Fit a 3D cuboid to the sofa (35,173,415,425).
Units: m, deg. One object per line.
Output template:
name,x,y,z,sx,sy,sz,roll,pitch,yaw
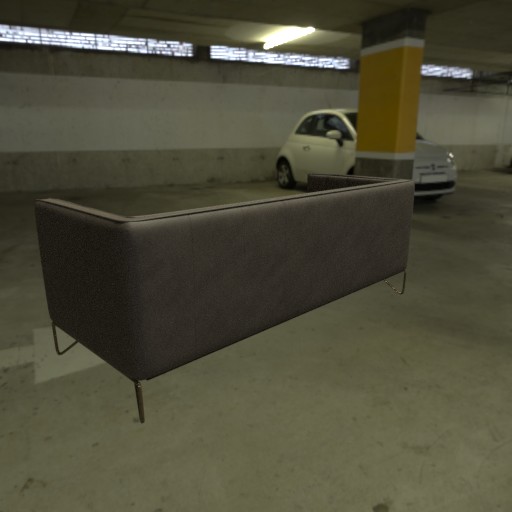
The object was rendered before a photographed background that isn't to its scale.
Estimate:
sofa,0.000,0.000,2.541,2.087,0.789,0.867,-15,21,-43
